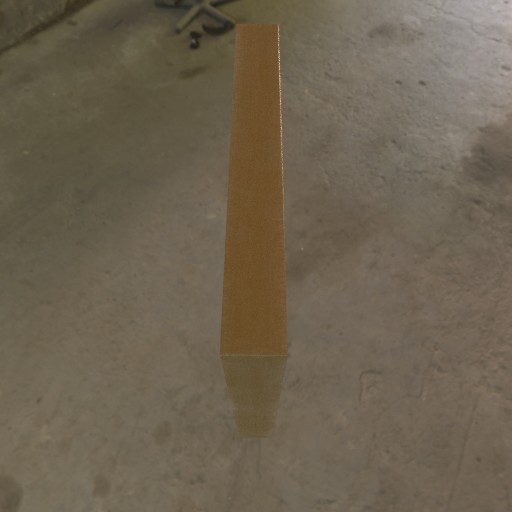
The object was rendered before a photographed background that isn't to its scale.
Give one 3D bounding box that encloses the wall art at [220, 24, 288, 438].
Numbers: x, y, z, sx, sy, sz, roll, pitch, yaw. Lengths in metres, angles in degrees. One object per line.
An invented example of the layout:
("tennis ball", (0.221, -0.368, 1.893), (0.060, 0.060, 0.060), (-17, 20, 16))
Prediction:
("wall art", (0.000, 0.000, 0.454), (0.038, 0.305, 0.306), (0, 60, 0))
